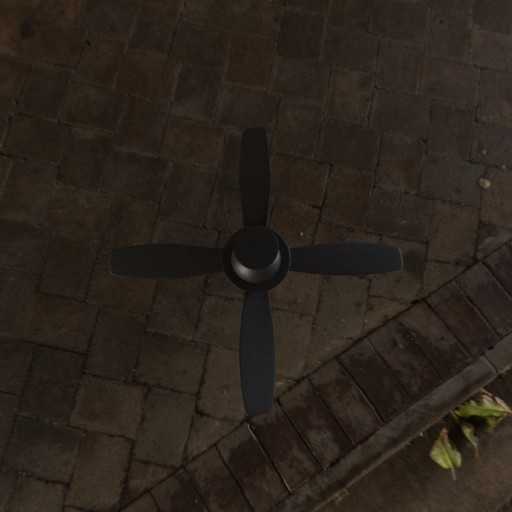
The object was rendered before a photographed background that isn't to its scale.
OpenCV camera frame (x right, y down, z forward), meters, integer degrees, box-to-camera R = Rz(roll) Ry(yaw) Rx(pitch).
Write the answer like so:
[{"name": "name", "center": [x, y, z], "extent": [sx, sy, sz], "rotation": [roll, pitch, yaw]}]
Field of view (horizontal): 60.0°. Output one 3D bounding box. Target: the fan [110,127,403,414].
[{"name": "fan", "center": [0.000, 0.000, 2.469], "extent": [1.694, 0.382, 1.694], "rotation": [-1, 77, 0]}]
